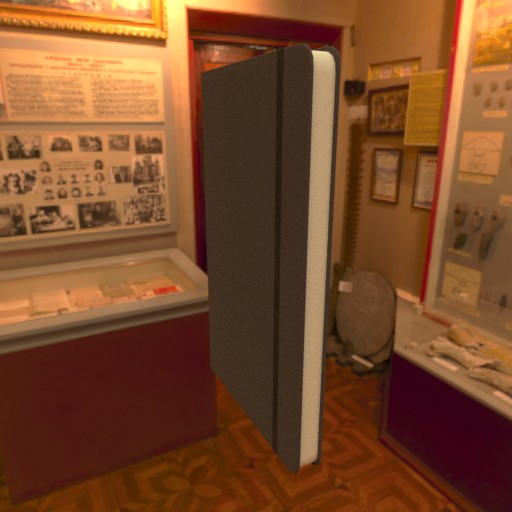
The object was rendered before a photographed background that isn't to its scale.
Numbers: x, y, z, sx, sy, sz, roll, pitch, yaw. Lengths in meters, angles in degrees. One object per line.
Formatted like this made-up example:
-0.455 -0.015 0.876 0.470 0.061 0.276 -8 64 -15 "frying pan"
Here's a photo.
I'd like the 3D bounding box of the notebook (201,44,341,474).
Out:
0.000 0.000 0.261 0.016 0.213 0.127 -8 18 -25 "notebook"
